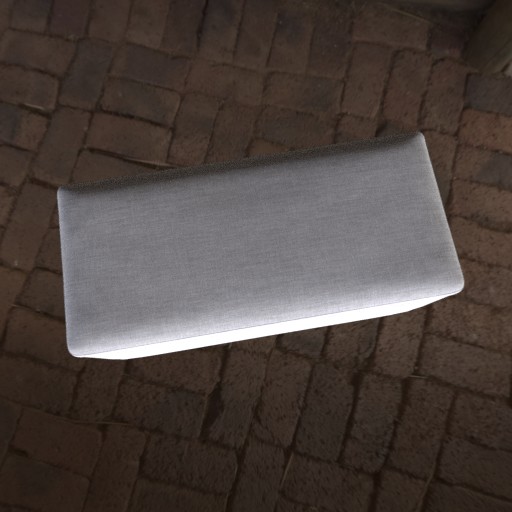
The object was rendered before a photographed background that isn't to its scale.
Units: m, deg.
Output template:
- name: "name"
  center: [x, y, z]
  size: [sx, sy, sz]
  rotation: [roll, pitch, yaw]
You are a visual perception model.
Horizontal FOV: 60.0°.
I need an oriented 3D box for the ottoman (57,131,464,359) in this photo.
- name: "ottoman"
  center: [0.000, 0.000, 1.189]
  size: [0.902, 0.432, 0.419]
  rotation: [-9, 76, -2]
